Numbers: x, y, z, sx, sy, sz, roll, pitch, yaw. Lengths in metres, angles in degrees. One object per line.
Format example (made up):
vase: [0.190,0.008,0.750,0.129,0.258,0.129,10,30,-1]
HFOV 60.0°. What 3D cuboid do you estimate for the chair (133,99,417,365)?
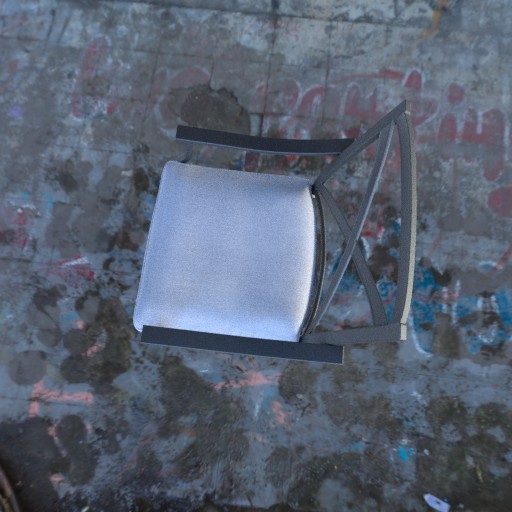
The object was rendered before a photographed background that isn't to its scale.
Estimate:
chair: [0.000,0.000,1.280,0.620,0.889,0.575,6,75,2]
